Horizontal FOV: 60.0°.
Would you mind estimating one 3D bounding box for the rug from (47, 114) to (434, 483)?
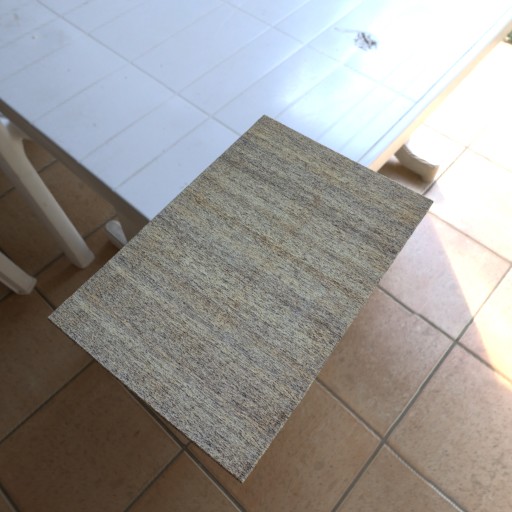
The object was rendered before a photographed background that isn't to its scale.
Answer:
[{"bbox_3d":[0.000,0.000,2.403,1.243,0.014,1.846,33,64,18],"label":"rug"}]
